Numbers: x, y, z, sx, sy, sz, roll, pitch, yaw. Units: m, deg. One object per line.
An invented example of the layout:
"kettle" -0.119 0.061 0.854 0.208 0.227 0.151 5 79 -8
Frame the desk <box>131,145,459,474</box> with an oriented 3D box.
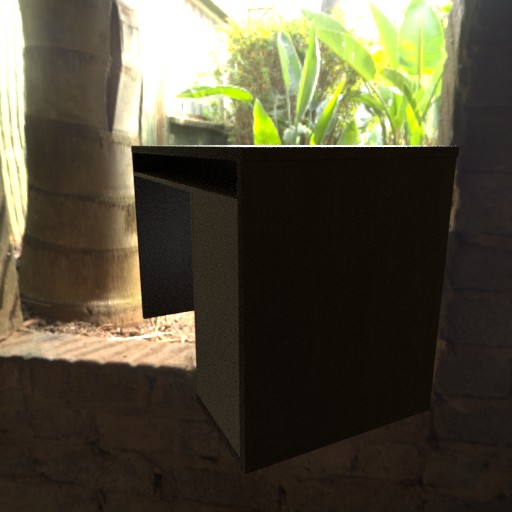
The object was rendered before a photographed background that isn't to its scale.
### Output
"desk" 0.000 0.000 1.554 0.600 0.750 1.100 -7 16 -25
